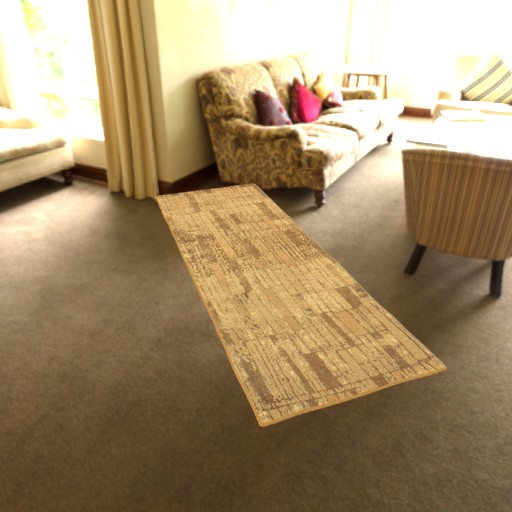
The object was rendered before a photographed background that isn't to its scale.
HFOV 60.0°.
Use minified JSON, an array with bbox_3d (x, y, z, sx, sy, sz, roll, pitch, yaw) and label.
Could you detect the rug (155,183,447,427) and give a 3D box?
[{"bbox_3d":[0.000,0.000,2.718,0.857,0.018,2.383,-10,31,-18],"label":"rug"}]
